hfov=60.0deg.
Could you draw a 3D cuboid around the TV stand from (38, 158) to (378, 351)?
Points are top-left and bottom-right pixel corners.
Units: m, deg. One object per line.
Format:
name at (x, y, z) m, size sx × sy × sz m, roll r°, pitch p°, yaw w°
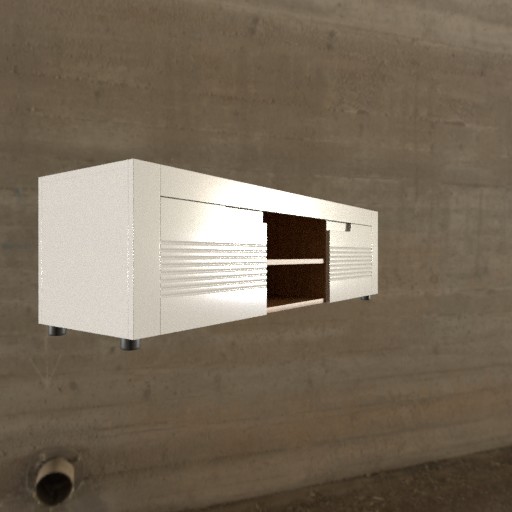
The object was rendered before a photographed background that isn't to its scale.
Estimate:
TV stand at (0.000, 0.000, 1.723) m, size 0.410 × 0.440 × 1.500 m, roll 0°, pitch 0°, yaw 36°
